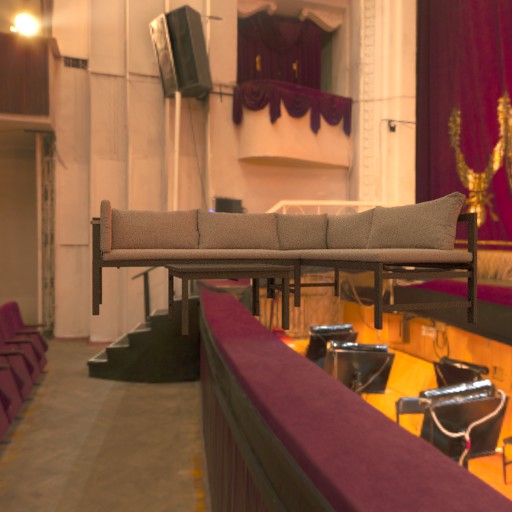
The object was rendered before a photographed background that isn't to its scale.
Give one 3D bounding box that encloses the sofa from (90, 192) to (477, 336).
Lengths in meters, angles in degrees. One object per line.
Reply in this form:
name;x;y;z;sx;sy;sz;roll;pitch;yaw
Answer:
sofa;0.000;0.000;2.969;2.096;0.758;1.658;0;1;-18
